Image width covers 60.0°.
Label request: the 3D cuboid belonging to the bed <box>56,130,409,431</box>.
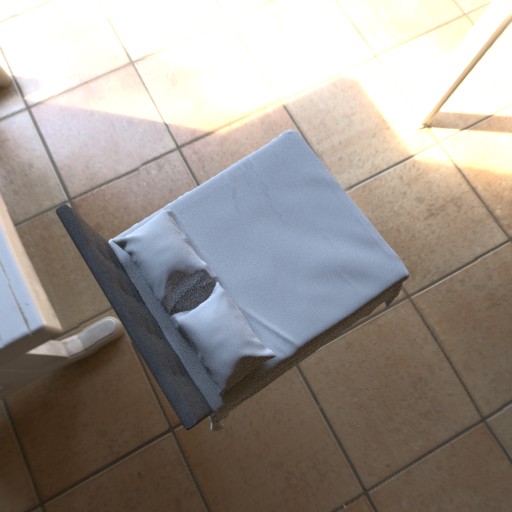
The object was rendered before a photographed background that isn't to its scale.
[{"bbox_3d":[0.000,0.000,3.577,2.222,1.577,1.936,-33,77,-9],"label":"bed"}]
